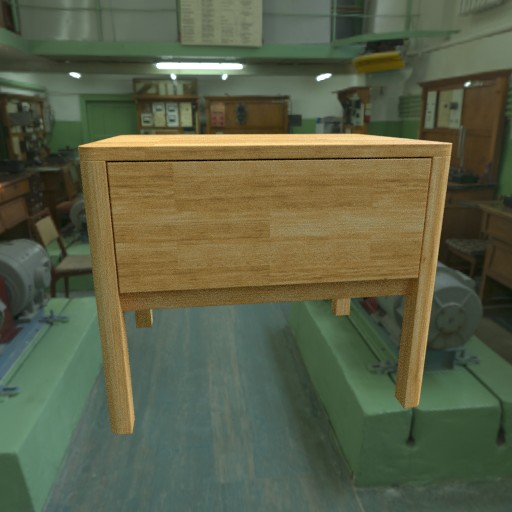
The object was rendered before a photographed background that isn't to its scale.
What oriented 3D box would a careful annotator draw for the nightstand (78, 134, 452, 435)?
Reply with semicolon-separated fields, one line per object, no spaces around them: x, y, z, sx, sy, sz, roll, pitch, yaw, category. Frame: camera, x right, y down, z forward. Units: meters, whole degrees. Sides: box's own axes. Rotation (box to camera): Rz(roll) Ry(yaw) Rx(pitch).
0.000;0.000;0.916;0.560;0.470;0.440;-2;17;-8;nightstand
